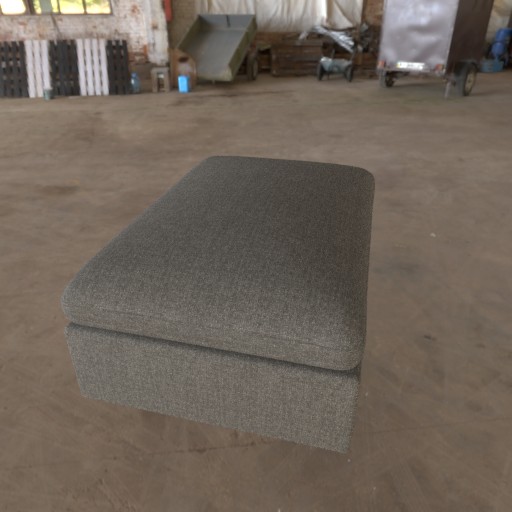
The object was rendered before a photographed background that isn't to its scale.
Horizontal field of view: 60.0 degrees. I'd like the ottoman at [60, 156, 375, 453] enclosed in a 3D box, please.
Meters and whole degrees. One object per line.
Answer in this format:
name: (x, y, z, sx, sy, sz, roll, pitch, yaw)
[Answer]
ottoman: (0.000, 0.000, 1.441, 0.711, 0.483, 1.041, 7, 31, 12)
